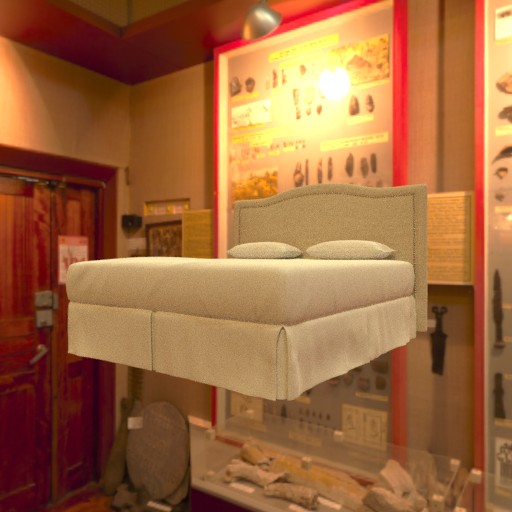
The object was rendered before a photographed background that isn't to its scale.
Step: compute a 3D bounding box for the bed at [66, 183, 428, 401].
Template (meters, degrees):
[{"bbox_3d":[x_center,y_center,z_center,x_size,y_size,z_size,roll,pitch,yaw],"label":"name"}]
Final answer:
[{"bbox_3d":[0.000,0.000,3.547,2.083,1.421,2.182,0,0,36],"label":"bed"}]
